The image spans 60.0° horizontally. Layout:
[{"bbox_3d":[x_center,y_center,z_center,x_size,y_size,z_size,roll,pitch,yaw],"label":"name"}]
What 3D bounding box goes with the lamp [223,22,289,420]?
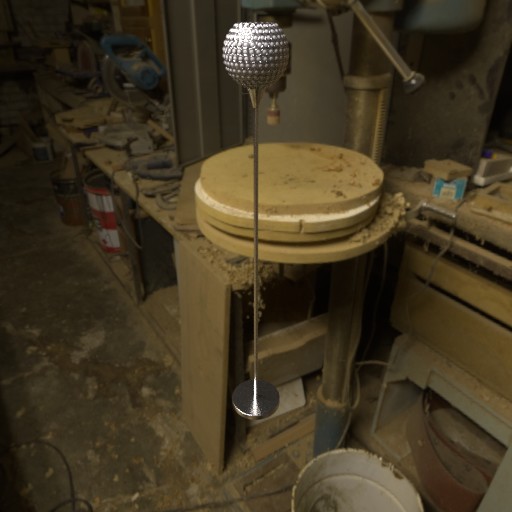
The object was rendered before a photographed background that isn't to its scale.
[{"bbox_3d":[0.000,0.000,1.936,0.254,1.805,0.254,0,30,0],"label":"lamp"}]
